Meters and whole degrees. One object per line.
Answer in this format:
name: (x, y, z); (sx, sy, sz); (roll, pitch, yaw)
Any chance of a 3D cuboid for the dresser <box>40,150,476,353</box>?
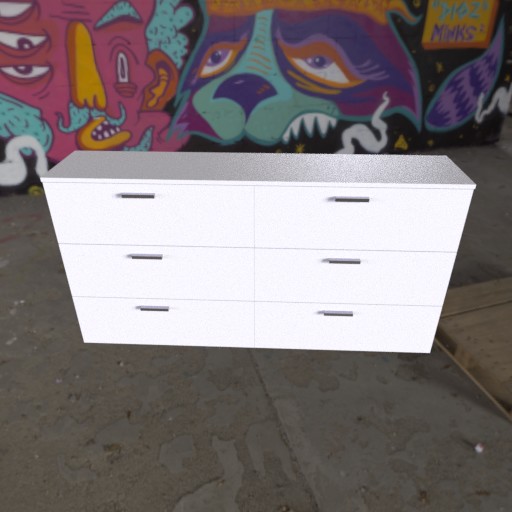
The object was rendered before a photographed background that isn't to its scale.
dresser: (0.000, 0.000, 1.889); (1.535, 0.790, 0.333); (1, 31, 2)
